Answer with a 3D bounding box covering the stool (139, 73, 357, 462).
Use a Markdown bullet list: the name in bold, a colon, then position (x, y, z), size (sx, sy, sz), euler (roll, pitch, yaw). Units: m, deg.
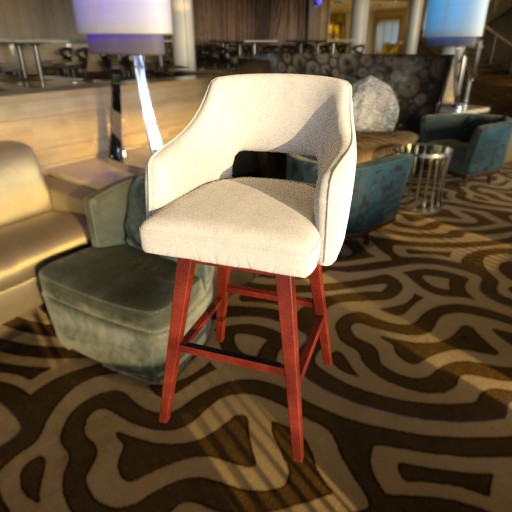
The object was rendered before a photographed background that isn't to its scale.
- **stool**: position (0.000, 0.000, 1.367), size (0.548, 1.012, 0.558), euler (9, 27, 17)
